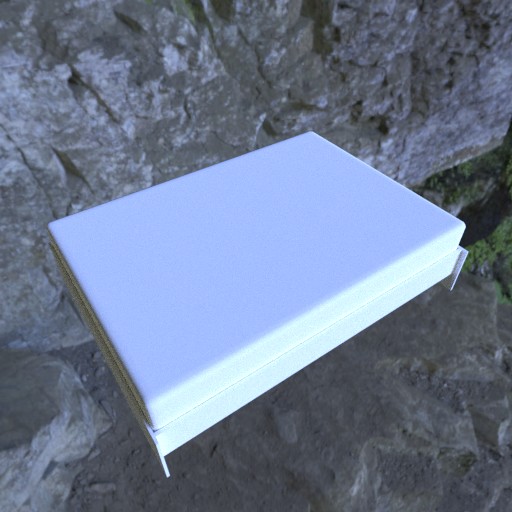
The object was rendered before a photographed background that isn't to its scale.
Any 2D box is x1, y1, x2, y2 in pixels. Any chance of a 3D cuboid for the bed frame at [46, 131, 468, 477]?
[{"bbox_3d":[0.000,0.000,2.600,1.945,0.497,1.445,-25,48,-25],"label":"bed frame"}]
